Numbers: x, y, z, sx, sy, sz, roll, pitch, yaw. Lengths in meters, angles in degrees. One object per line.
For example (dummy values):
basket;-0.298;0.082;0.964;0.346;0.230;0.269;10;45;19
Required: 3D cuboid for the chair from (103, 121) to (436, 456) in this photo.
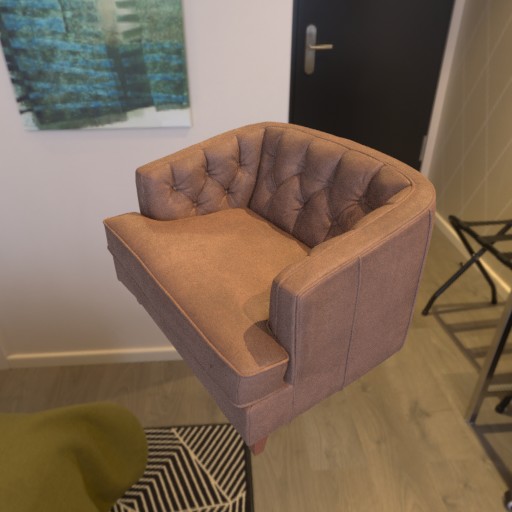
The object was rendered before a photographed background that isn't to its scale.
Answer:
chair;0.000;0.000;1.742;0.914;0.787;1.118;-20;36;-29
